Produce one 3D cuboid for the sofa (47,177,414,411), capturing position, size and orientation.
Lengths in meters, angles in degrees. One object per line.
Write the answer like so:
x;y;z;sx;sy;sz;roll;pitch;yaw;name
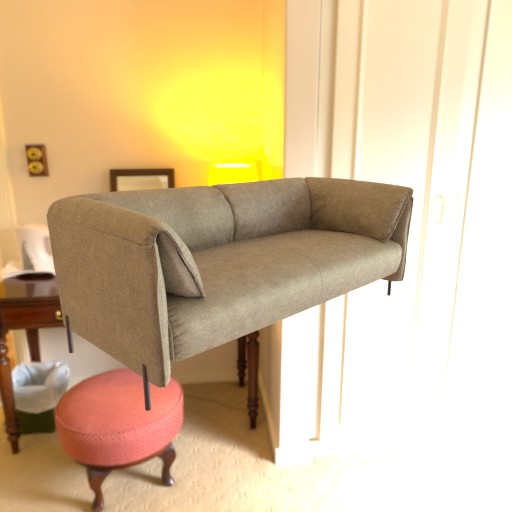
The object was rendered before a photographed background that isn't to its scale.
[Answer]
0.000;0.000;2.427;0.905;0.747;1.878;14;20;43;sofa
